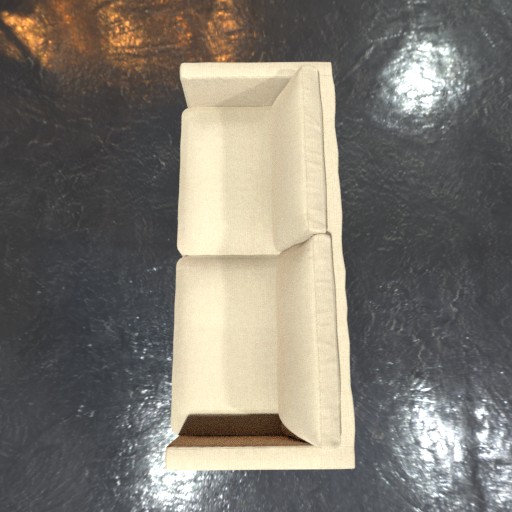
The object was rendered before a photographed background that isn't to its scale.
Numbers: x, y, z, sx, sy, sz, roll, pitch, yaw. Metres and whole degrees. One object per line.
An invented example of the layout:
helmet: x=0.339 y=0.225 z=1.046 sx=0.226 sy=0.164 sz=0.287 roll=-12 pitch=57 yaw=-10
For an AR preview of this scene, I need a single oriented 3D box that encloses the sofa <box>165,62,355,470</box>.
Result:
sofa: x=0.000 y=0.000 z=2.687 sx=0.962 sy=0.853 sz=2.312 roll=0 pitch=76 yaw=0
